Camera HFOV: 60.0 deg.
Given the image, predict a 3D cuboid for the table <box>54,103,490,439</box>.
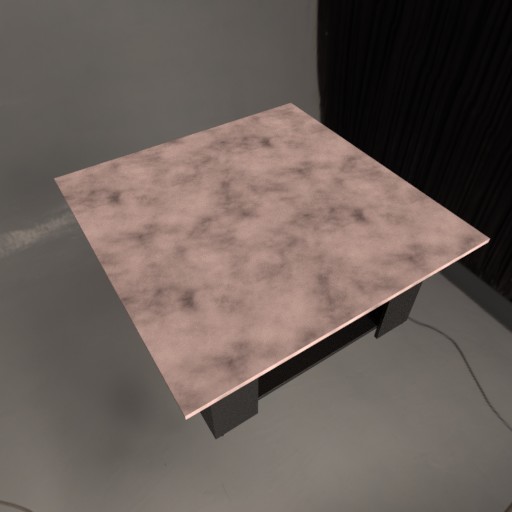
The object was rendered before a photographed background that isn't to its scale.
[{"bbox_3d":[0.000,0.000,1.055,0.670,0.305,0.670,-25,51,-22],"label":"table"}]
